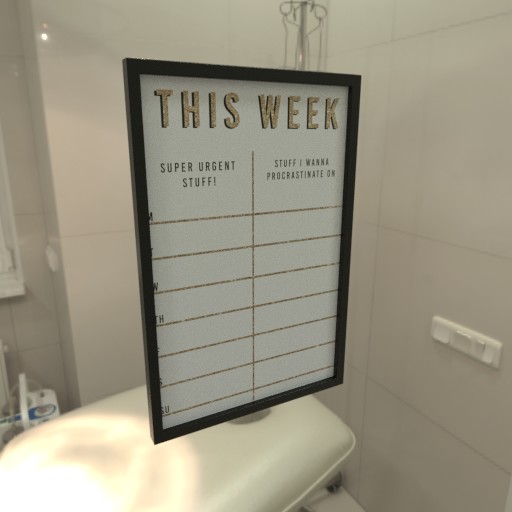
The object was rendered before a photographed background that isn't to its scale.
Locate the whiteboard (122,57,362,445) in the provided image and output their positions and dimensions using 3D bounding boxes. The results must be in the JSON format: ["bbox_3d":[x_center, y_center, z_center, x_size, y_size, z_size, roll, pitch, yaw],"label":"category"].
[{"bbox_3d":[0.000,0.000,0.775,0.406,0.611,0.026,-8,18,-27],"label":"whiteboard"}]
